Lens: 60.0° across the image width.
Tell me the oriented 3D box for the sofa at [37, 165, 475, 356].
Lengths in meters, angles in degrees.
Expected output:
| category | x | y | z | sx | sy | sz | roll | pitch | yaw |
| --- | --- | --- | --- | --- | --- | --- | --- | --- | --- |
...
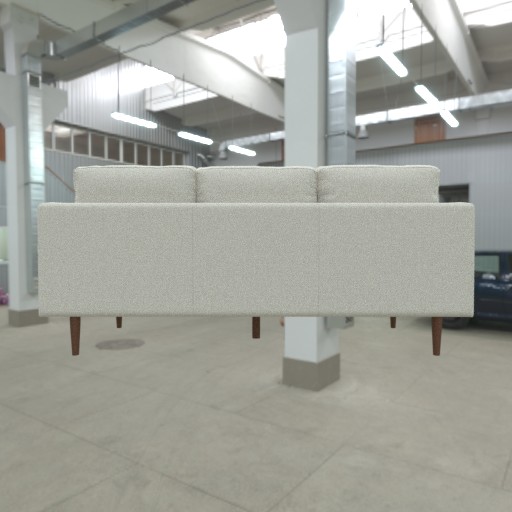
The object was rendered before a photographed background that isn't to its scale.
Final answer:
| category | x | y | z | sx | sy | sz | roll | pitch | yaw |
| --- | --- | --- | --- | --- | --- | --- | --- | --- | --- |
| sofa | 0.000 | 0.000 | 2.433 | 2.029 | 0.912 | 0.802 | 0 | 2 | 0 |
